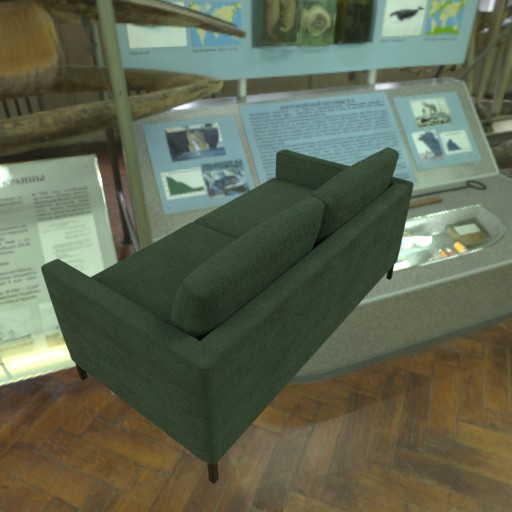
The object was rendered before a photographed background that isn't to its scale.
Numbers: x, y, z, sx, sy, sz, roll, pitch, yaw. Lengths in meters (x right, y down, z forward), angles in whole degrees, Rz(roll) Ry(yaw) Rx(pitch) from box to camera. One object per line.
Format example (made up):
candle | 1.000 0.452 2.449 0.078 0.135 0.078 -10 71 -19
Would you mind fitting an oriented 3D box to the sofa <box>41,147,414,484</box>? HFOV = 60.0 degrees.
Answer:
sofa | 0.000 0.000 2.139 0.875 0.817 1.676 22 39 31
